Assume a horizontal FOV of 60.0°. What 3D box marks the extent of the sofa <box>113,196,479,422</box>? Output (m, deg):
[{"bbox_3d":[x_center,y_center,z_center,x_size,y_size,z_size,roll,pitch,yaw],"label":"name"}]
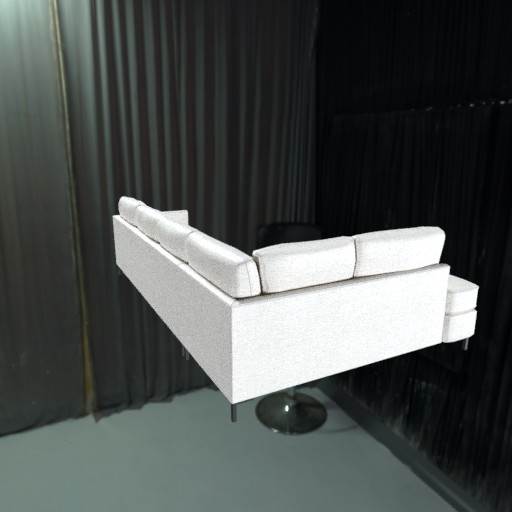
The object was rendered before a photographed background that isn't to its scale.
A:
[{"bbox_3d":[0.000,0.000,4.302,2.048,0.996,3.384,-8,16,-27],"label":"sofa"}]
